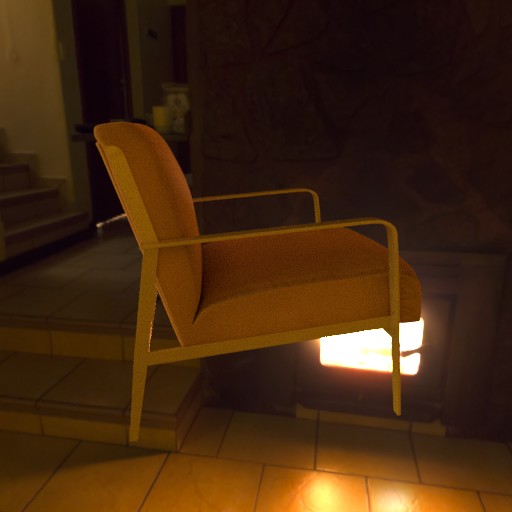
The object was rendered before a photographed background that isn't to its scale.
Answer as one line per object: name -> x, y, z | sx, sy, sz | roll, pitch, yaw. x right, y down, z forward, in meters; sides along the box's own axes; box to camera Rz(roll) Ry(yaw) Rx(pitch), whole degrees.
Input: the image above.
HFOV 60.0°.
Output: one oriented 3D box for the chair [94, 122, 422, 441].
chair -> 0.000, 0.000, 1.441 | 0.848, 0.823, 0.701 | -3, 15, -9
